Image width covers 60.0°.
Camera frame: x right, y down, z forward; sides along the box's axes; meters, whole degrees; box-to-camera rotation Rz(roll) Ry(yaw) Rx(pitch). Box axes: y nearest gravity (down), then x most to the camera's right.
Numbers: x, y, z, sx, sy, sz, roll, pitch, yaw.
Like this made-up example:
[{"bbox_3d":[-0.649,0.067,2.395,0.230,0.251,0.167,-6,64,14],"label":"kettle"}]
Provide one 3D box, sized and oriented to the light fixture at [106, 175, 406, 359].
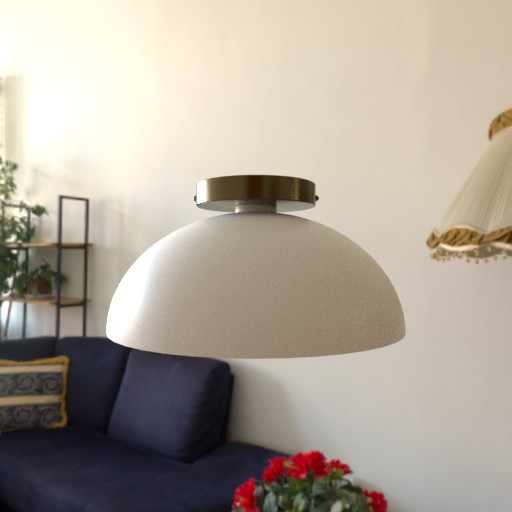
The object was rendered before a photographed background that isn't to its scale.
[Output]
[{"bbox_3d":[0.000,0.000,0.555,0.355,0.177,0.355,0,0,0],"label":"light fixture"}]
